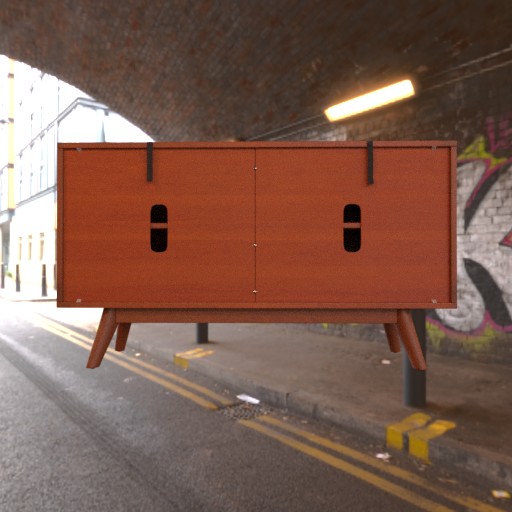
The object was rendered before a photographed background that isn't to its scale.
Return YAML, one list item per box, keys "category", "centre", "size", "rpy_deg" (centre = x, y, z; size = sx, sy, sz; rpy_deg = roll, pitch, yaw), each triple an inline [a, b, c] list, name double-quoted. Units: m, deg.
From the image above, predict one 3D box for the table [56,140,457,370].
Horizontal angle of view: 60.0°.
- category: "table"
  centre: [0.000, 0.000, 1.496]
  size: [1.220, 0.698, 0.308]
  rpy_deg: [0, 0, 1]
